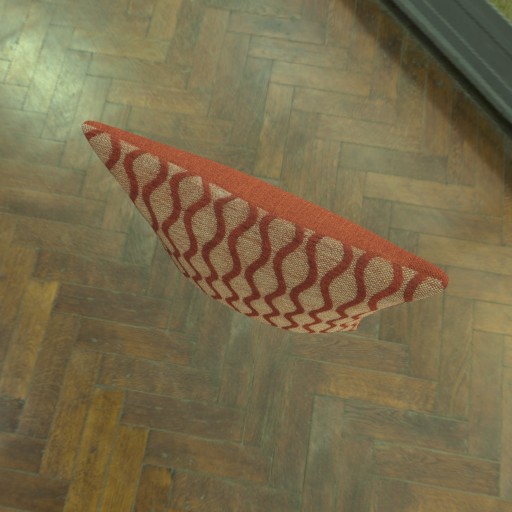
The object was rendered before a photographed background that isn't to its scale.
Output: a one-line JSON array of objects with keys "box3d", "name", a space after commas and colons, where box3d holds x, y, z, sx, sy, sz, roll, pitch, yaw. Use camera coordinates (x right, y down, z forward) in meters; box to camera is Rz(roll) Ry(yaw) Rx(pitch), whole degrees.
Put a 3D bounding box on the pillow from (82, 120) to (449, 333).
[{"box3d": [0.000, 0.000, 0.670, 0.429, 0.434, 0.159, 23, 77, 6], "name": "pillow"}]
